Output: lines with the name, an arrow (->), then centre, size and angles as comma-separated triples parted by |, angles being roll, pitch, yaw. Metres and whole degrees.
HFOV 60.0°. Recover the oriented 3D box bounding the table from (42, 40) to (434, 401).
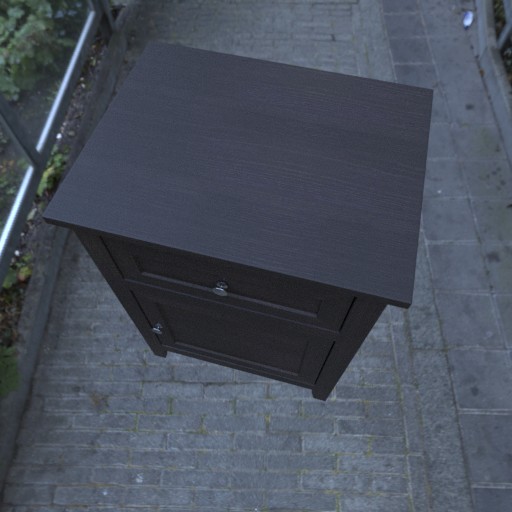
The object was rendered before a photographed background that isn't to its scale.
table -> 0.000, 0.000, 0.916 | 0.480, 0.635, 0.381 | 13, 61, 7
